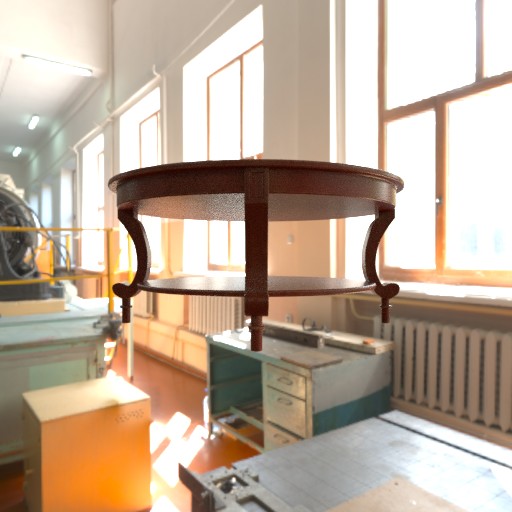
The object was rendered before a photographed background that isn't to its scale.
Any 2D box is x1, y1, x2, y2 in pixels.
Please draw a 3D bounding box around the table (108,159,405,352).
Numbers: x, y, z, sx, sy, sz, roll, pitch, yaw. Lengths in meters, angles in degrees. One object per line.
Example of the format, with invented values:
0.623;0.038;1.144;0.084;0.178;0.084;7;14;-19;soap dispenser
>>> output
0.000;0.000;1.612;1.029;0.486;1.029;0;0;0;table
